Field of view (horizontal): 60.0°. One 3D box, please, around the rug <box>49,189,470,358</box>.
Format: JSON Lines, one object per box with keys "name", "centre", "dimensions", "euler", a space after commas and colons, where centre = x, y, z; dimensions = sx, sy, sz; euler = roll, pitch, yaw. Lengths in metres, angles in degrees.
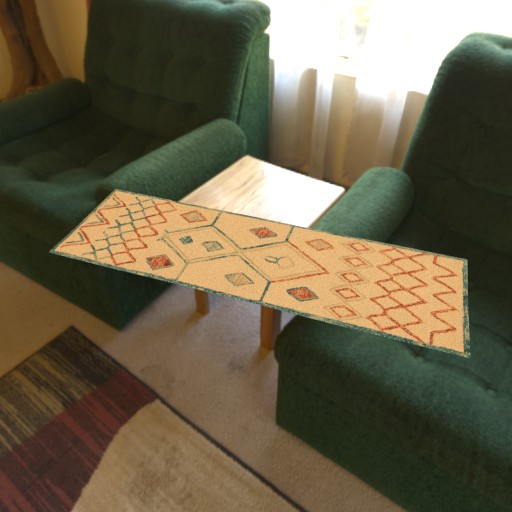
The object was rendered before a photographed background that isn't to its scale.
{"name": "rug", "centre": [0.000, 0.000, 2.699], "dimensions": [2.435, 0.011, 0.750], "euler": [13, 43, 14]}
